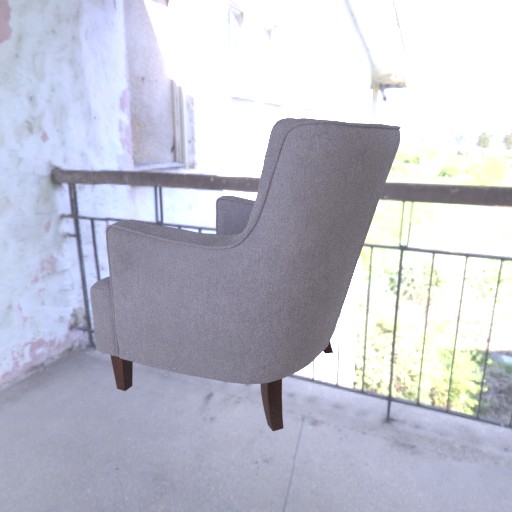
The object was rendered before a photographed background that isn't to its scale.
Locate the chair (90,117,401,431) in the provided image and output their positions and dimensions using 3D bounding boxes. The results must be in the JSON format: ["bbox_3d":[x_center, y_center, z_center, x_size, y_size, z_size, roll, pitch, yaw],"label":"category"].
[{"bbox_3d":[0.000,0.000,1.582,0.910,0.919,0.781,7,17,25],"label":"chair"}]
